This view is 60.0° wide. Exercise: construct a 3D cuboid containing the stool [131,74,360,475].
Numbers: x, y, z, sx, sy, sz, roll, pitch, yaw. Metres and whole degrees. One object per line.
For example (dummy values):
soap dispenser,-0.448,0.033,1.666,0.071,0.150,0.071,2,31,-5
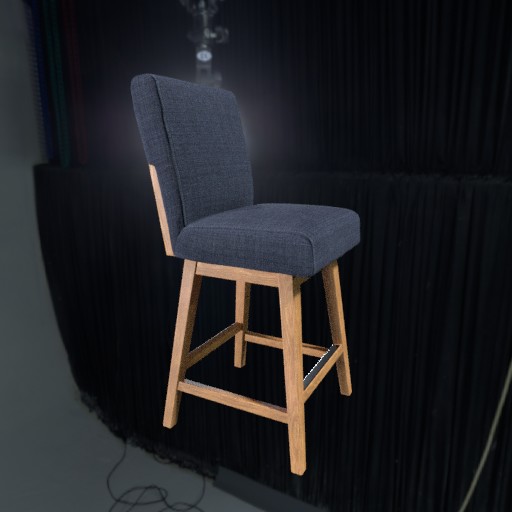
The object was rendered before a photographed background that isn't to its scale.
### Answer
stool,0.000,0.000,1.333,0.526,1.010,0.459,7,15,27
